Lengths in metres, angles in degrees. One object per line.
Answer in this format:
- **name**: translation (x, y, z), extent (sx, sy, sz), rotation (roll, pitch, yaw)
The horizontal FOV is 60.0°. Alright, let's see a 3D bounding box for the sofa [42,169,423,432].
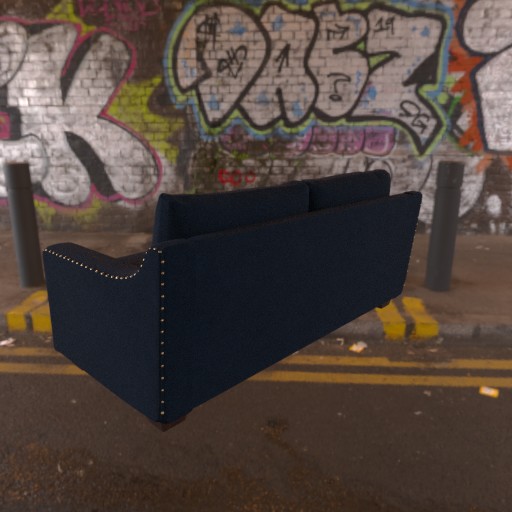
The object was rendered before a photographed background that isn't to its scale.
- **sofa**: translation (0.000, 0.000, 2.685), extent (1.104, 0.983, 2.107), rotation (14, 21, 42)
